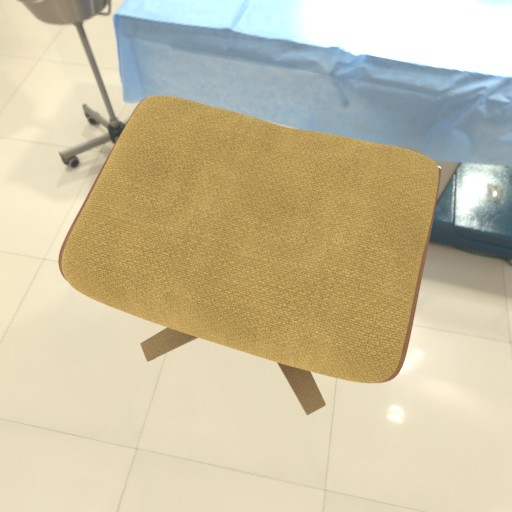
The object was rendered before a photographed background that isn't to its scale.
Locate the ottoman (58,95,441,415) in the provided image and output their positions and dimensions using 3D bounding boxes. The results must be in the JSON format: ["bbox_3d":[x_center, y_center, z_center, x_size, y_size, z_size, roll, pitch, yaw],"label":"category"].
[{"bbox_3d":[0.000,0.000,0.810,0.520,0.391,0.394,16,60,9],"label":"ottoman"}]
